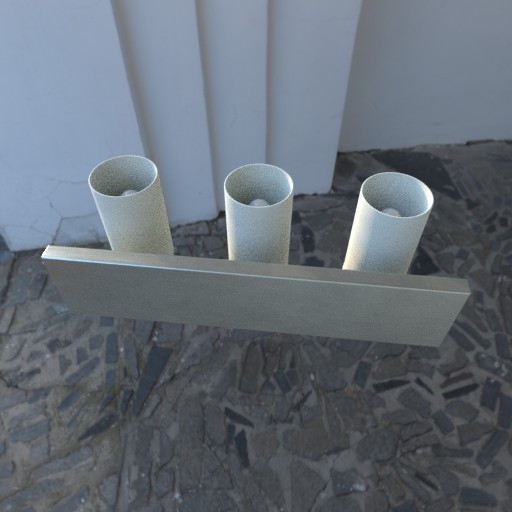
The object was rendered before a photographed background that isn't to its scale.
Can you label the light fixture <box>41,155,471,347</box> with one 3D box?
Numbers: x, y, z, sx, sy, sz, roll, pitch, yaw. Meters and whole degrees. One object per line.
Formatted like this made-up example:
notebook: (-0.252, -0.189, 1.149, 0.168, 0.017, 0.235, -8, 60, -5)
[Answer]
light fixture: (0.000, 0.000, 0.546, 0.451, 0.172, 0.145, 5, 48, 4)
